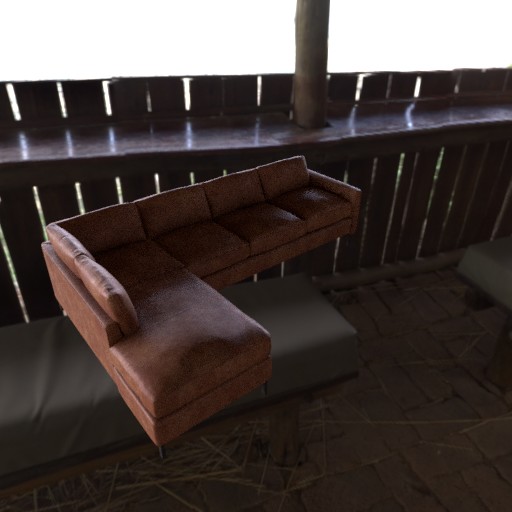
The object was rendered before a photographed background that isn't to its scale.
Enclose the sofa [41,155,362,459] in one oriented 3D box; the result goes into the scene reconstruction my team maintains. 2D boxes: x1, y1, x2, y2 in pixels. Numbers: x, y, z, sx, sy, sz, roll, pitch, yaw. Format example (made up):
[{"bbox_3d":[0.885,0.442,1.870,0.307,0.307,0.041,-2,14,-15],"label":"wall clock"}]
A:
[{"bbox_3d":[0.000,0.000,3.824,2.984,0.877,1.938,-22,37,-33],"label":"sofa"}]
